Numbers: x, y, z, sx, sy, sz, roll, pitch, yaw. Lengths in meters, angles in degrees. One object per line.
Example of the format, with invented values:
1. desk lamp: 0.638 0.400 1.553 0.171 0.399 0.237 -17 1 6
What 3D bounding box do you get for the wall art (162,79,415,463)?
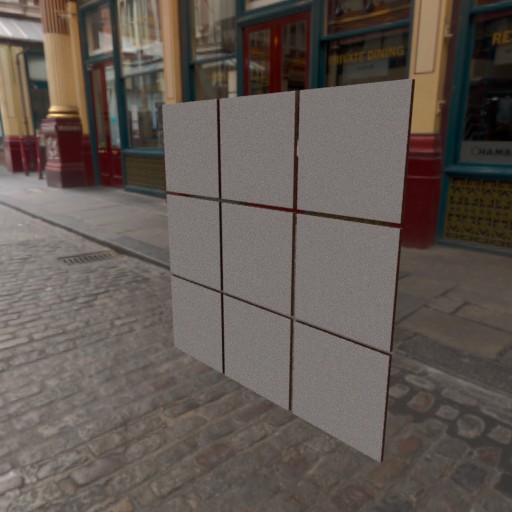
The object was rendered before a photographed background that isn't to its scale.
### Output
1. wall art: 0.000 0.000 1.820 0.017 1.246 1.256 -14 20 -42
